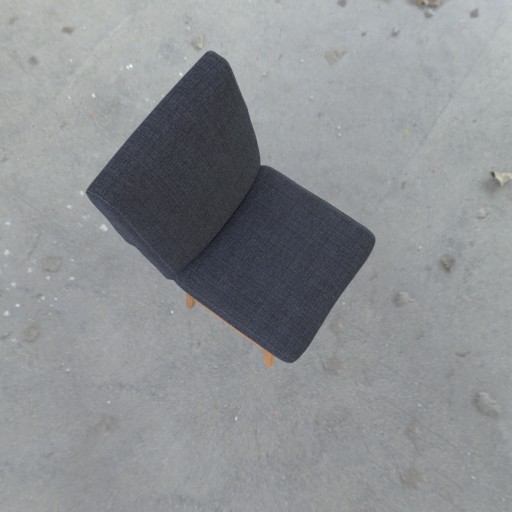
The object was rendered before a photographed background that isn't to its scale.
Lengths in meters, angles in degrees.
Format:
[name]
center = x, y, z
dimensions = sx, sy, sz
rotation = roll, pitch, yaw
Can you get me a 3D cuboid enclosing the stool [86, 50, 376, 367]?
[stool]
center = 0.000, 0.000, 1.405
dimensions = 0.570, 1.112, 0.483
rotation = 35, 78, 8
